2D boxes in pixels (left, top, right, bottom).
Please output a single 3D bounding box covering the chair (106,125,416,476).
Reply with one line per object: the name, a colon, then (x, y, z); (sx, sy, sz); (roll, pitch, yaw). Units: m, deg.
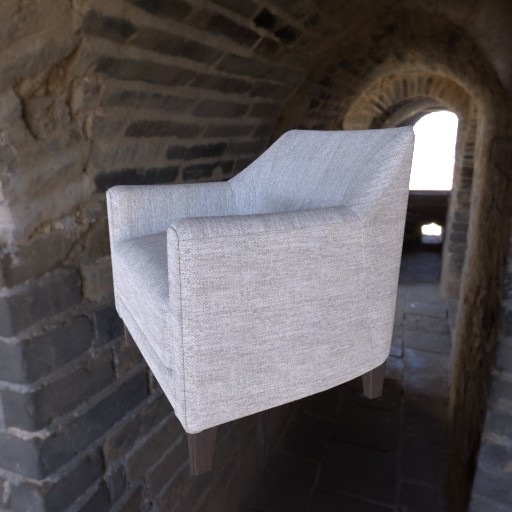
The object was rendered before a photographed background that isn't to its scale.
chair: (0.000, 0.000, 1.361); (0.758, 0.761, 0.796); (-7, 16, -26)
